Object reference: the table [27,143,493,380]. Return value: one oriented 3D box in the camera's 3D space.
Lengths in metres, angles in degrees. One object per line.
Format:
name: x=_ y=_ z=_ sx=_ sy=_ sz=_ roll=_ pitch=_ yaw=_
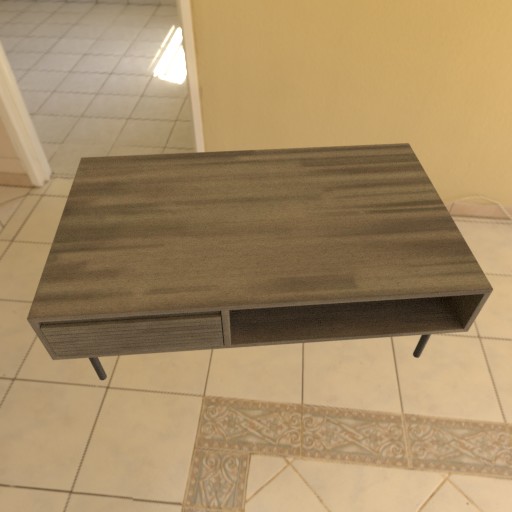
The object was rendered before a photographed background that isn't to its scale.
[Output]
table: x=0.000 y=0.000 z=1.371 sx=1.088 sy=0.347 sz=0.643 roll=-3 pitch=46 yaw=-3
